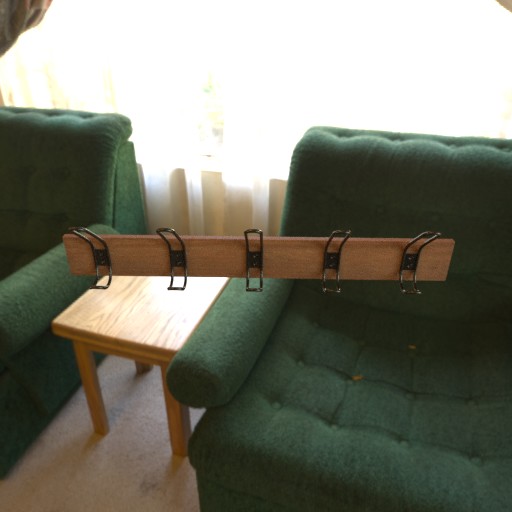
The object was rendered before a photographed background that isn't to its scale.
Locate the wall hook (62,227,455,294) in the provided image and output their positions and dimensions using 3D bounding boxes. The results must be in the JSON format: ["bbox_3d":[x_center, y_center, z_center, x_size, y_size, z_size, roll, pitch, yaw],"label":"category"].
[{"bbox_3d":[0.000,0.000,0.606,0.554,0.116,0.076,1,30,1],"label":"wall hook"}]
